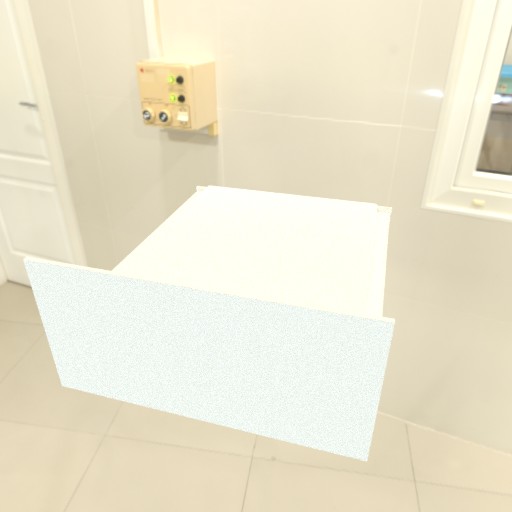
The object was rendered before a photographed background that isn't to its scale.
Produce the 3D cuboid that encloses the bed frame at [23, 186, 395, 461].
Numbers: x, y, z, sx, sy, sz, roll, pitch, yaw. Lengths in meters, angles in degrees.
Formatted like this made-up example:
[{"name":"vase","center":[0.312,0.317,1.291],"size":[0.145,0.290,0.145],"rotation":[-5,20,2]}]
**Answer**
[{"name":"bed frame","center":[0.000,0.000,2.820],"size":[1.622,0.800,1.960],"rotation":[8,31,14]}]
